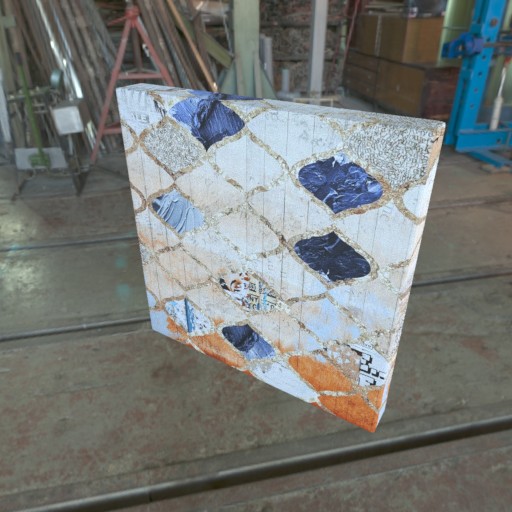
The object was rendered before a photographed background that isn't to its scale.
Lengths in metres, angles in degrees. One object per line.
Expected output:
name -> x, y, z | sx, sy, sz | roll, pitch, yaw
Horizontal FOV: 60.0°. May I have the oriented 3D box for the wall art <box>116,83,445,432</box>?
wall art -> 0.000, 0.000, 0.453 | 0.303, 0.304, 0.036 | 18, 35, 27
